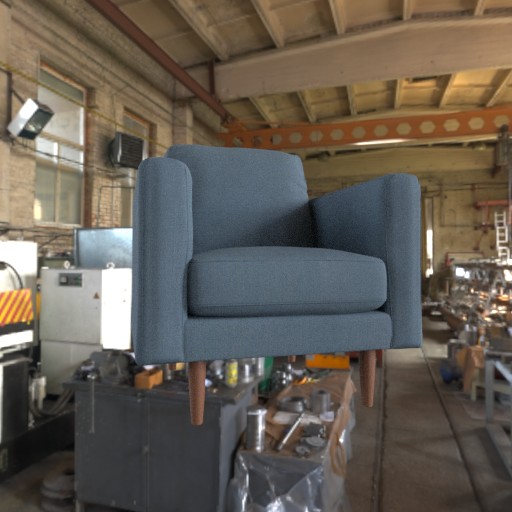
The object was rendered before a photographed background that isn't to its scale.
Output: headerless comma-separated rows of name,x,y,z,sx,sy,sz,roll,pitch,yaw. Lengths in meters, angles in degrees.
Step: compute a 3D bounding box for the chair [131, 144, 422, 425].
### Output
chair,0.000,0.000,1.593,0.855,0.922,0.820,0,-1,-17
